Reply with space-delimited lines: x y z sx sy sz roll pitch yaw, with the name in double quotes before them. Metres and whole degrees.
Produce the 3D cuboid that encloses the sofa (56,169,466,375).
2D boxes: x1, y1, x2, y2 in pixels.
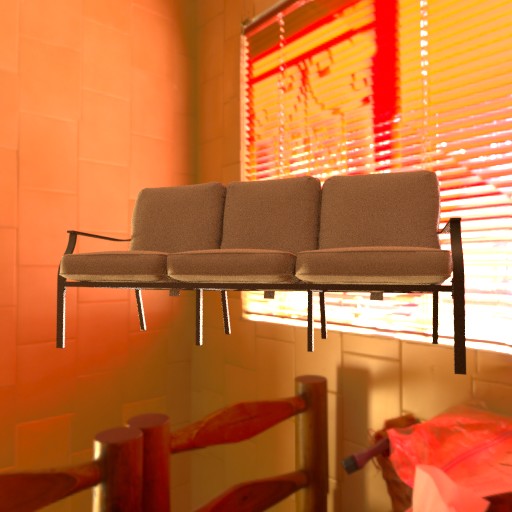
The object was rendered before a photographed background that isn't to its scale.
"sofa" 0.000 0.000 2.127 1.740 0.860 0.787 -1 -2 18
